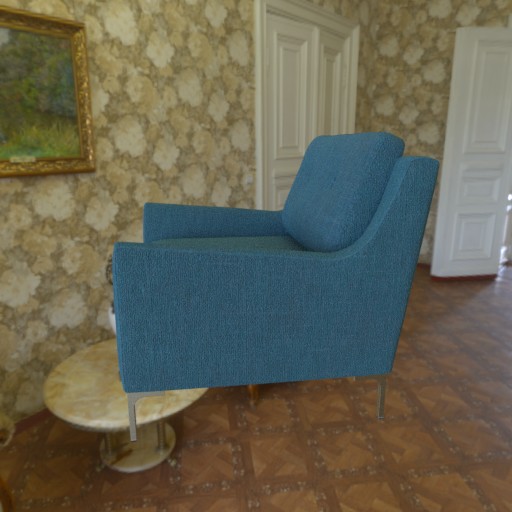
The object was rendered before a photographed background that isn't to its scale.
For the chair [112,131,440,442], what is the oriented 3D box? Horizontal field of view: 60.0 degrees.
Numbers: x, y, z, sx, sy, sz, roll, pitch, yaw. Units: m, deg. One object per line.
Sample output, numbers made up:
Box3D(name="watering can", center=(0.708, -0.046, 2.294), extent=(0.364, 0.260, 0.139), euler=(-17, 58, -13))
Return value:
Box3D(name="chair", center=(0.000, 0.000, 1.554), extent=(0.849, 0.828, 0.847), euler=(-2, 14, -8))
